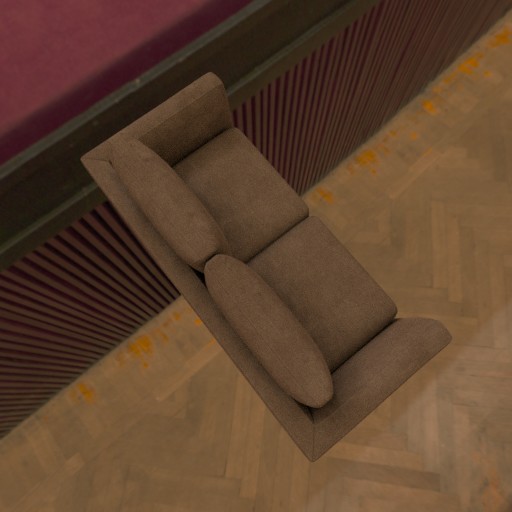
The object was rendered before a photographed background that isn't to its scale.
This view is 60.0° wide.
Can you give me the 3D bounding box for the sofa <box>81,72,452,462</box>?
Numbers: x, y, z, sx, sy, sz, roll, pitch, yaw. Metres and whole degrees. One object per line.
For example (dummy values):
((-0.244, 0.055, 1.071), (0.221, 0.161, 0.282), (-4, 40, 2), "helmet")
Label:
((0.000, 0.000, 2.346), (0.855, 1.013, 1.832), (-37, 77, -10), "sofa")
